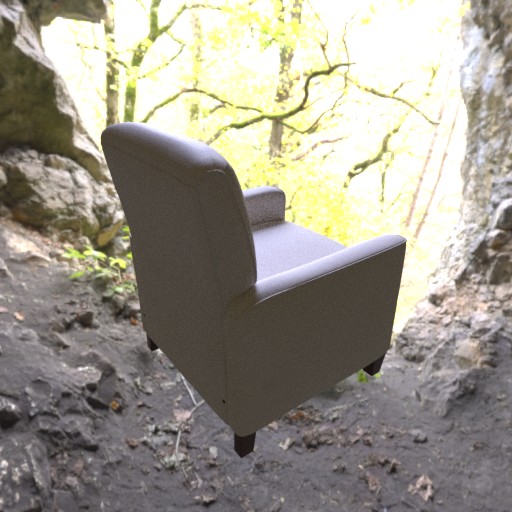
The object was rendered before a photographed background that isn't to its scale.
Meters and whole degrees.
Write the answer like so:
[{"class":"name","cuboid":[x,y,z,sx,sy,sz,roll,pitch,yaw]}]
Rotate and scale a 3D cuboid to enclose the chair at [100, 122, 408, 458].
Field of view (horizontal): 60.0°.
[{"class":"chair","cuboid":[0.000,0.000,1.714,0.858,1.028,0.841,-19,32,-33]}]
